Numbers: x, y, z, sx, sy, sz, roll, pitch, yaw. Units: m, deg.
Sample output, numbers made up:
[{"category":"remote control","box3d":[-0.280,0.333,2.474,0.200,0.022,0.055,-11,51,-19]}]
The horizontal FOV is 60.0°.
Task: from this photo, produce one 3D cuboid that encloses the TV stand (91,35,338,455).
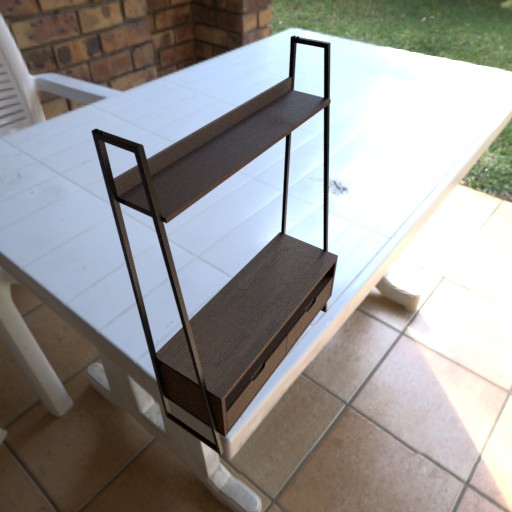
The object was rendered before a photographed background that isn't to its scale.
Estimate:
[{"category":"TV stand","box3d":[0.000,0.000,2.281,0.432,1.772,1.250,24,47,25]}]
